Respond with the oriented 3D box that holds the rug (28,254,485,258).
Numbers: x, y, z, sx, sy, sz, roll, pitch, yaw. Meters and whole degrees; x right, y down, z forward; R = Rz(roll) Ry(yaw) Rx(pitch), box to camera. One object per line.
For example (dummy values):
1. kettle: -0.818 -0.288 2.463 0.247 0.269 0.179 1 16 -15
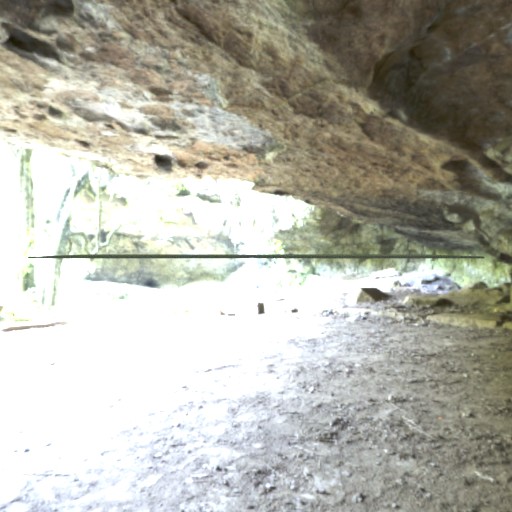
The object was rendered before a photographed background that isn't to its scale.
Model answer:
1. rug: 0.000 0.000 2.730 2.430 0.012 0.759 0 1 0
